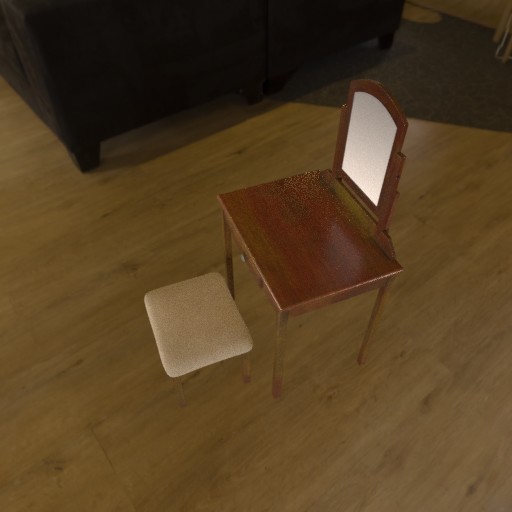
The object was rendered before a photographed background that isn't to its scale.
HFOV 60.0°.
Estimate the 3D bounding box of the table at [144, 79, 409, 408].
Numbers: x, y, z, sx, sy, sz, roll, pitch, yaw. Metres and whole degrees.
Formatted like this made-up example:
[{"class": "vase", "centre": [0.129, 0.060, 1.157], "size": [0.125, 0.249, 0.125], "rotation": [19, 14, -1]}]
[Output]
[{"class": "table", "centre": [0.000, 0.000, 2.309], "size": [1.211, 1.631, 0.876], "rotation": [-17, 49, -15]}]
